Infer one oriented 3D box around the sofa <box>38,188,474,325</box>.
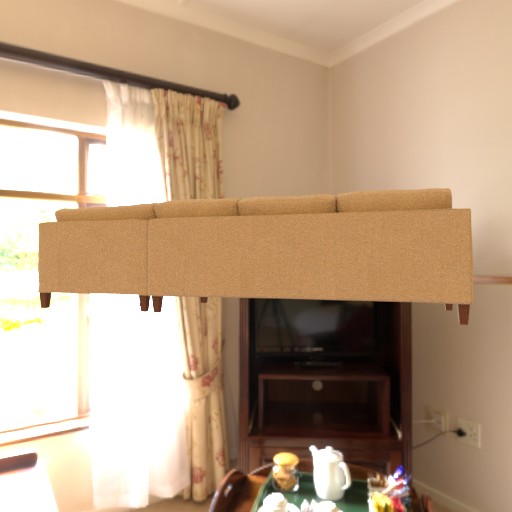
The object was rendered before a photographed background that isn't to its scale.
[{"bbox_3d":[0.000,0.000,3.829,3.186,0.846,1.625,0,-1,18],"label":"sofa"}]
